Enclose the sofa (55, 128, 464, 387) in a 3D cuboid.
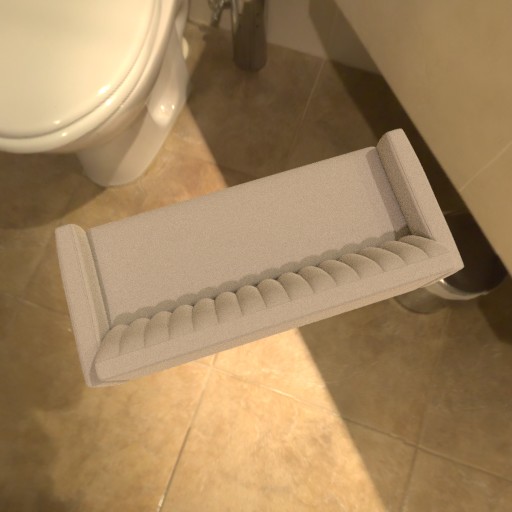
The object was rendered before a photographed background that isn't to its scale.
[{"bbox_3d":[0.000,0.000,2.821,2.291,0.821,0.990,-17,76,-4],"label":"sofa"}]
